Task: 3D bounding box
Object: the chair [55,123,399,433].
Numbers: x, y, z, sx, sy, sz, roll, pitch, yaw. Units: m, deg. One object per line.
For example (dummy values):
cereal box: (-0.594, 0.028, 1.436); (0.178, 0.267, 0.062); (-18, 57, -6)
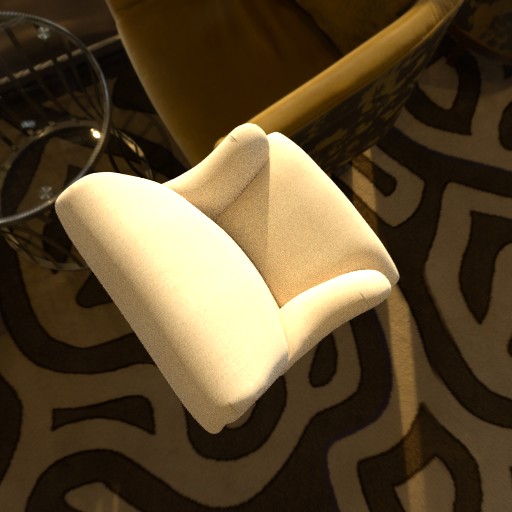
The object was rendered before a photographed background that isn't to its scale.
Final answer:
chair: (0.000, 0.000, 1.558); (0.842, 0.944, 0.766); (-36, 79, -8)
